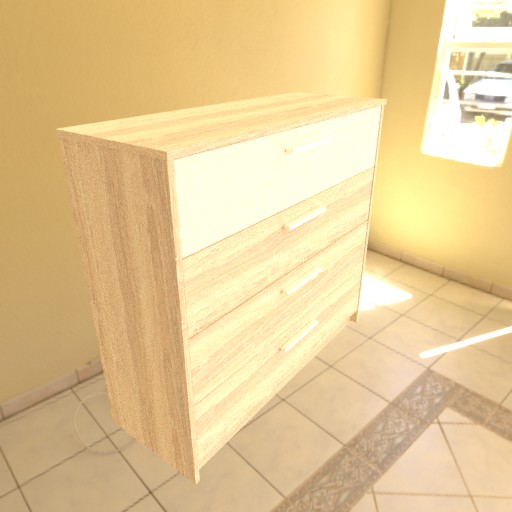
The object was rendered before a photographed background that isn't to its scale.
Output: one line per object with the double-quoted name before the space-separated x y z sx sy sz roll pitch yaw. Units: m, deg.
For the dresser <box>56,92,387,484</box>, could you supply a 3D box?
"dresser" 0.000 0.000 1.436 0.380 0.900 0.980 19 32 33
